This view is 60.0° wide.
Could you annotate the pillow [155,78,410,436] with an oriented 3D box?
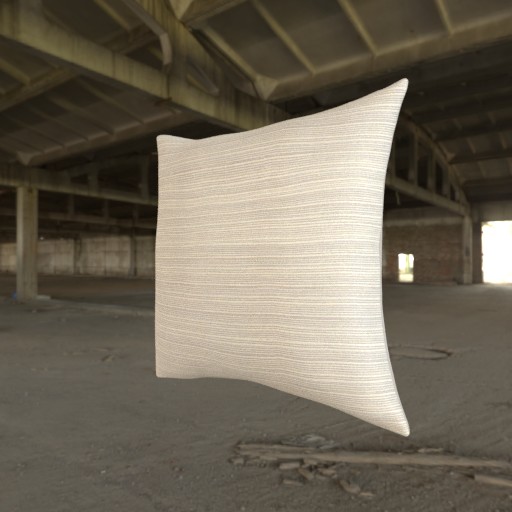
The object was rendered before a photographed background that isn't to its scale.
[{"bbox_3d":[0.000,0.000,0.756,0.512,0.497,0.204,0,-1,36],"label":"pillow"}]
